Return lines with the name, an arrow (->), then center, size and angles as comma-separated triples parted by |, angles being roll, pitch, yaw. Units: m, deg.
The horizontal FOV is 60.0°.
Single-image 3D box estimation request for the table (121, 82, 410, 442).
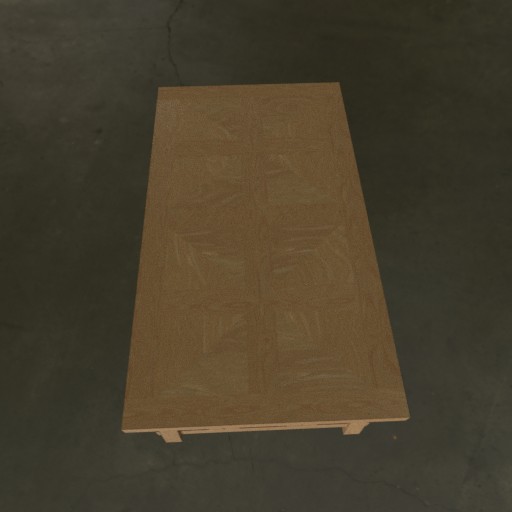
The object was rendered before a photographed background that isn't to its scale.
table -> 0.000, 0.000, 1.634 | 0.711, 0.507, 1.270 | -2, 59, -1
